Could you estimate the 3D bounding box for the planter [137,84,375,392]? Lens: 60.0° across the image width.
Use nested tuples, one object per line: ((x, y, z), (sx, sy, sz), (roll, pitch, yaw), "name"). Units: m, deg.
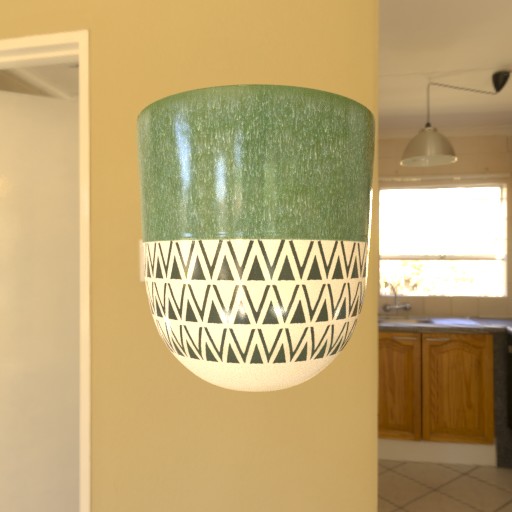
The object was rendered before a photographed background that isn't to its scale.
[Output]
((0.000, 0.000, 0.373), (0.195, 0.214, 0.195), (0, 0, 0), "planter")
